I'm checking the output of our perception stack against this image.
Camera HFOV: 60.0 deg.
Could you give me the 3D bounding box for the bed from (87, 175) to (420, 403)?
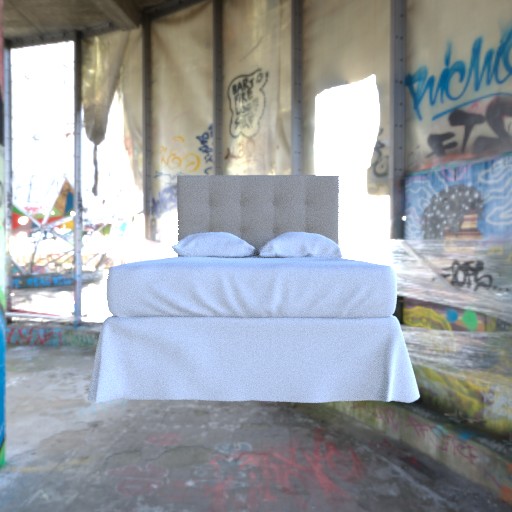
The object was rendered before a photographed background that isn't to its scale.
[{"bbox_3d":[0.000,0.000,3.466,1.936,1.577,2.222,0,1,1],"label":"bed"}]
